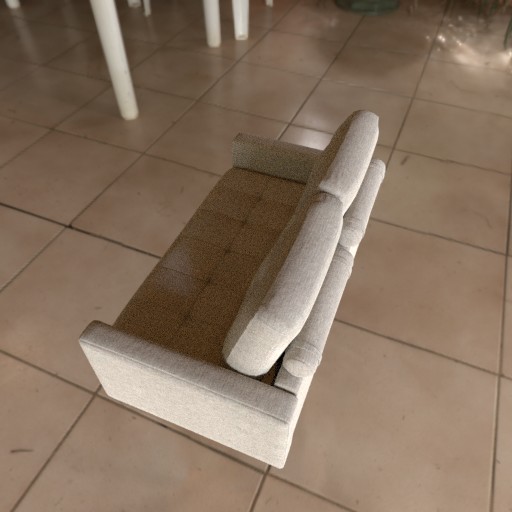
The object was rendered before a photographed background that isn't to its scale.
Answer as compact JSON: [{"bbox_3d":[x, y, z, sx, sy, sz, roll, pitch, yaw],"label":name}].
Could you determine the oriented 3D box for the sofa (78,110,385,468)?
[{"bbox_3d":[0.000,0.000,1.945,0.842,0.907,1.407,17,50,15],"label":"sofa"}]
